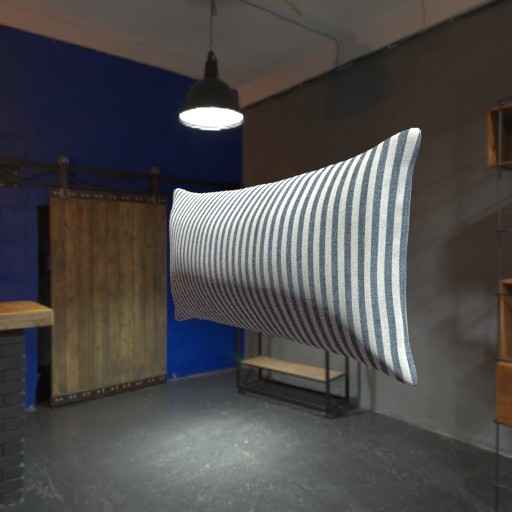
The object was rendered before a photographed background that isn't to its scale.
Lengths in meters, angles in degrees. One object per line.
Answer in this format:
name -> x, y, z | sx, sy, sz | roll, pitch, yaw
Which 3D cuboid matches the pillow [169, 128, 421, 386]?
pillow -> 0.000, 0.000, 0.745 | 0.151, 0.295, 0.617 | -1, 1, -36
